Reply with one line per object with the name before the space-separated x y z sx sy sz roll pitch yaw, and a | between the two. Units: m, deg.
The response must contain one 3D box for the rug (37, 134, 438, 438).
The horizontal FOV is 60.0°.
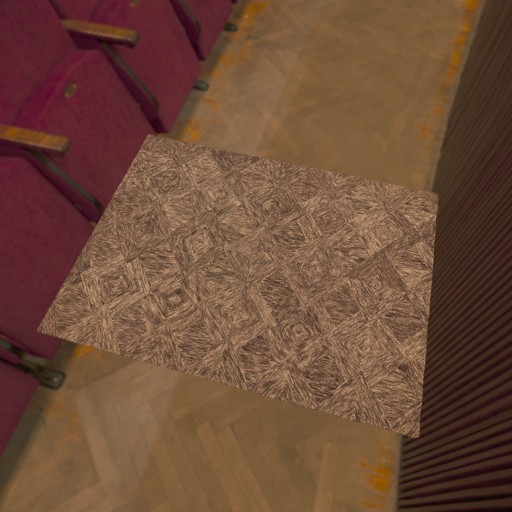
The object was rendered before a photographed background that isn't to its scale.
rug | 0.000 0.000 4.148 3.204 0.017 2.448 13 59 8
